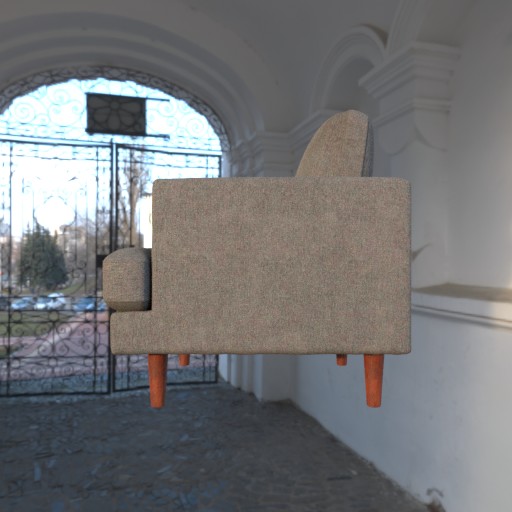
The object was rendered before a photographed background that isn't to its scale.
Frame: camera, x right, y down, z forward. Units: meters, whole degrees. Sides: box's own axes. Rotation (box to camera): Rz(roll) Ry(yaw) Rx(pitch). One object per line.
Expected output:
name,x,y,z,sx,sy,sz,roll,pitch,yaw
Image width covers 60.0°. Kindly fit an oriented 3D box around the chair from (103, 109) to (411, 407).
chair,0.000,0.000,1.677,0.899,0.957,0.858,0,0,0
